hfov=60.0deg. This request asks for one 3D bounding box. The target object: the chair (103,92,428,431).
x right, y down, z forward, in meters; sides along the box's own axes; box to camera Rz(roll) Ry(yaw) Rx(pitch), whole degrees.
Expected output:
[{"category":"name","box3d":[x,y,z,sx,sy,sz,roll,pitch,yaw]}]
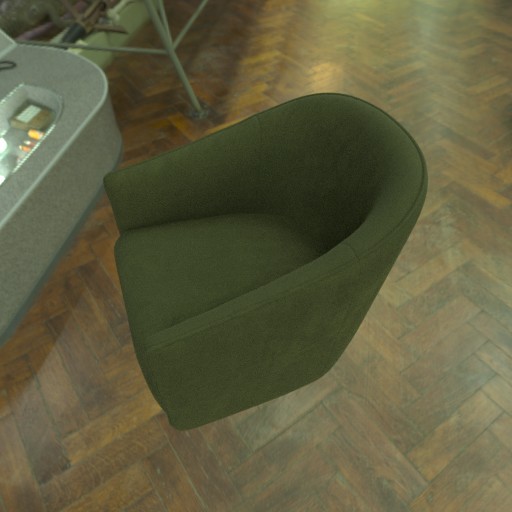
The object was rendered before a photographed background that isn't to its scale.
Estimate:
[{"category":"chair","box3d":[0.000,0.000,1.436,0.875,0.799,0.747,-15,49,-14]}]
